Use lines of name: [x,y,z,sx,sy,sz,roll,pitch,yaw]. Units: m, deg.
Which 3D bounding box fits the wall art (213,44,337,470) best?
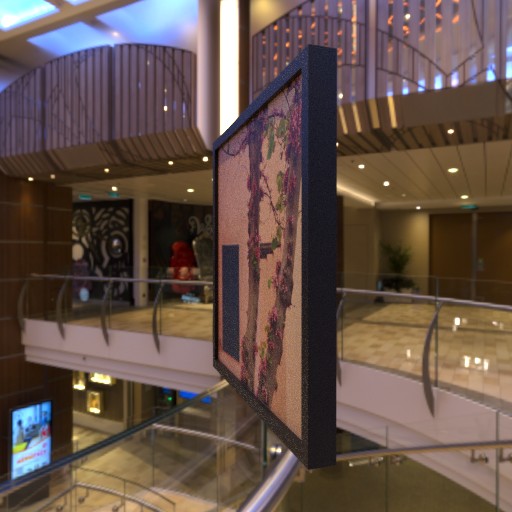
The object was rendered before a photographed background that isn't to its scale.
wall art: [0.000,0.000,0.775,0.038,0.508,0.508,0,1,-18]
